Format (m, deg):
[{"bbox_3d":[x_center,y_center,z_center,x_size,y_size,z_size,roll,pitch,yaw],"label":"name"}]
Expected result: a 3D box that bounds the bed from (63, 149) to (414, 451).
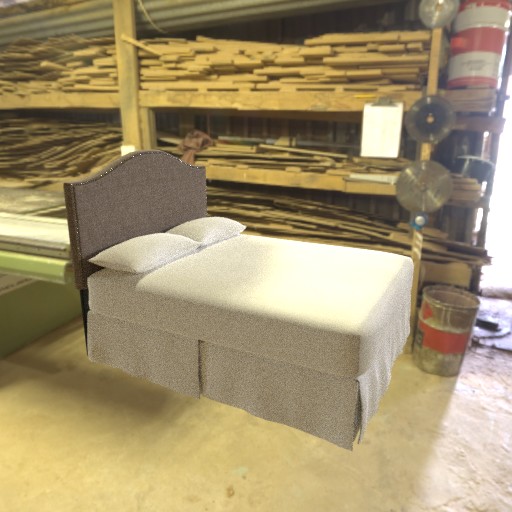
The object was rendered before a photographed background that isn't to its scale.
[{"bbox_3d":[0.000,0.000,3.347,2.153,1.518,1.713,8,18,26],"label":"bed"}]
